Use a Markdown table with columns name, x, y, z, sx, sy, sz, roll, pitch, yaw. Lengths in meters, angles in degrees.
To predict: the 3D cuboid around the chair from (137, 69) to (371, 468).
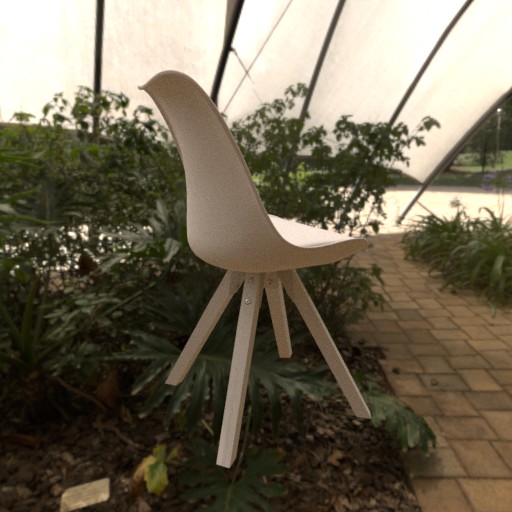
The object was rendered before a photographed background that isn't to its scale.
| name | x | y | z | sx | sy | sz | roll | pitch | yaw |
| --- | --- | --- | --- | --- | --- | --- | --- | --- | --- |
| chair | 0.000 | 0.000 | 1.171 | 0.550 | 0.850 | 0.485 | -7 | 15 | -27 |
